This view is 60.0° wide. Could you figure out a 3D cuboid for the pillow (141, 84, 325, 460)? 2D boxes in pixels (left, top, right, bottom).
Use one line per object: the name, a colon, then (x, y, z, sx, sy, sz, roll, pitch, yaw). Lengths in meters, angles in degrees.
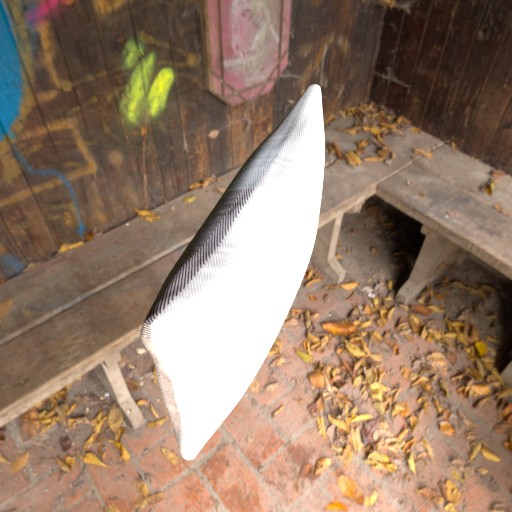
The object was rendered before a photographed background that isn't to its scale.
pillow: (0.000, 0.000, 0.643, 0.139, 0.305, 0.506, 16, 49, 15)
